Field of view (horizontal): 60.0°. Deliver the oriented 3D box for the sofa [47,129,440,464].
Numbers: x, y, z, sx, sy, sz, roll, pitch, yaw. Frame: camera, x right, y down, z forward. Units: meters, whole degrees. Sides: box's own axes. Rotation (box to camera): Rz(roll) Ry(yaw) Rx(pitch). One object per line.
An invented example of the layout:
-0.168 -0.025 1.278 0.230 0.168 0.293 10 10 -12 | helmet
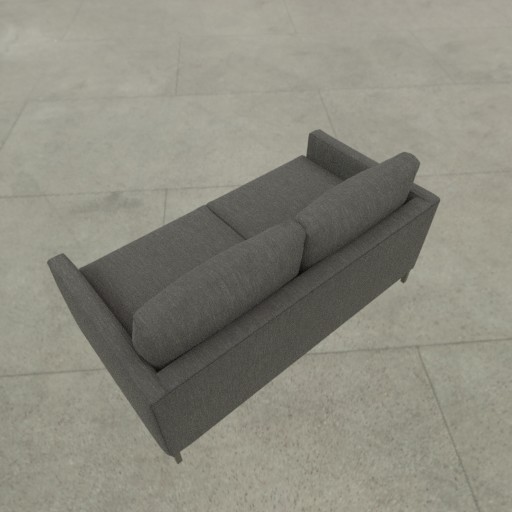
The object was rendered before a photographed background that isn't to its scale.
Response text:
0.000 0.000 2.179 1.682 0.840 0.875 -31 54 -26 | sofa
